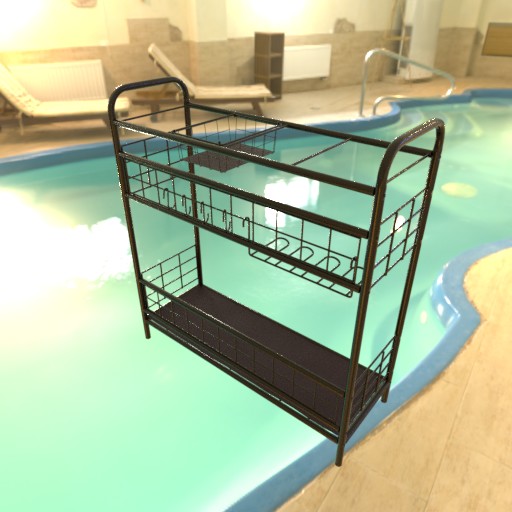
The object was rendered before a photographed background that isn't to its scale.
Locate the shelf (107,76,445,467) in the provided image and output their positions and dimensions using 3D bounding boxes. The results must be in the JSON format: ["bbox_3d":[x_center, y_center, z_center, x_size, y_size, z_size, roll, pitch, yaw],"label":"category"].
[{"bbox_3d":[0.000,0.000,1.499,0.961,1.026,0.350,23,38,33],"label":"shelf"}]
